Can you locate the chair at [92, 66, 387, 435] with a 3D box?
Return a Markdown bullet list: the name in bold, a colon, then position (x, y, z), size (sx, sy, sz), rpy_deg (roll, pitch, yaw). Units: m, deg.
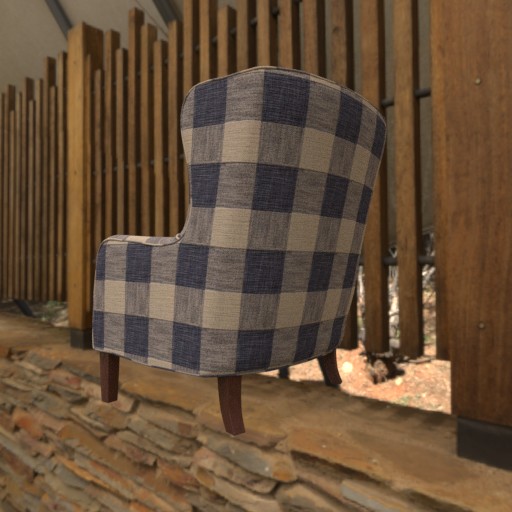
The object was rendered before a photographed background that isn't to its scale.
- **chair**: position (0.000, 0.000, 1.672), size (0.889, 1.041, 0.830), rpy_deg (-1, -1, 36)
